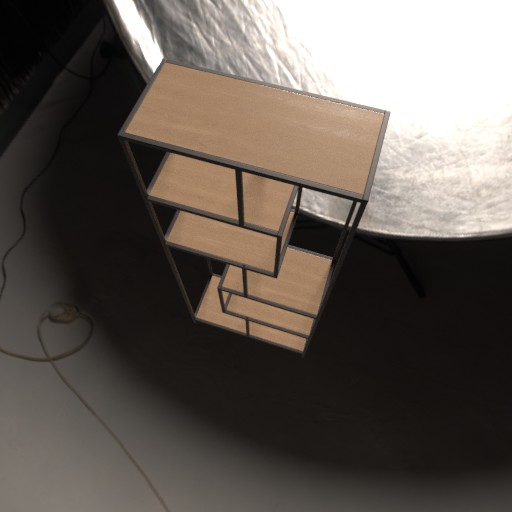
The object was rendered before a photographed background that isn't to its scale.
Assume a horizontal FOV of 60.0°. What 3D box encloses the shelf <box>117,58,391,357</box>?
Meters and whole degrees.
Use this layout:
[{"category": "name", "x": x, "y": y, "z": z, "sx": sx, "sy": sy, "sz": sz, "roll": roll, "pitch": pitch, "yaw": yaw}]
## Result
[{"category": "shelf", "x": 0.000, "y": 0.000, "z": 2.187, "sx": 0.770, "sy": 1.850, "sz": 0.350, "roll": 16, "pitch": 65, "yaw": 8}]
